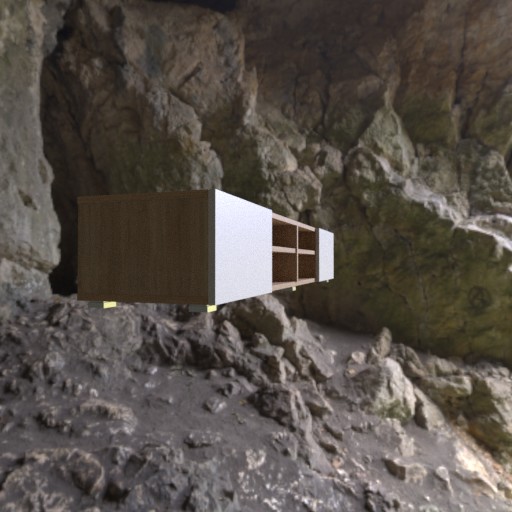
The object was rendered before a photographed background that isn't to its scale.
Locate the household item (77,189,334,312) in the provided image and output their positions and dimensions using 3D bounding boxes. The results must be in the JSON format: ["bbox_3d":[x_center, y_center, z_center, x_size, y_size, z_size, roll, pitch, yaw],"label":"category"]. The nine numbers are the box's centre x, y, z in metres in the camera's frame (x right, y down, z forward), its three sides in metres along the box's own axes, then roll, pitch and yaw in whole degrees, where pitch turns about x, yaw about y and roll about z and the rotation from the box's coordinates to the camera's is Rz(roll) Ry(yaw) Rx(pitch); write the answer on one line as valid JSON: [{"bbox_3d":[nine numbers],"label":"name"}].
[{"bbox_3d":[0.000,0.000,2.042,0.420,0.310,1.850,0,-1,19],"label":"household item"}]
